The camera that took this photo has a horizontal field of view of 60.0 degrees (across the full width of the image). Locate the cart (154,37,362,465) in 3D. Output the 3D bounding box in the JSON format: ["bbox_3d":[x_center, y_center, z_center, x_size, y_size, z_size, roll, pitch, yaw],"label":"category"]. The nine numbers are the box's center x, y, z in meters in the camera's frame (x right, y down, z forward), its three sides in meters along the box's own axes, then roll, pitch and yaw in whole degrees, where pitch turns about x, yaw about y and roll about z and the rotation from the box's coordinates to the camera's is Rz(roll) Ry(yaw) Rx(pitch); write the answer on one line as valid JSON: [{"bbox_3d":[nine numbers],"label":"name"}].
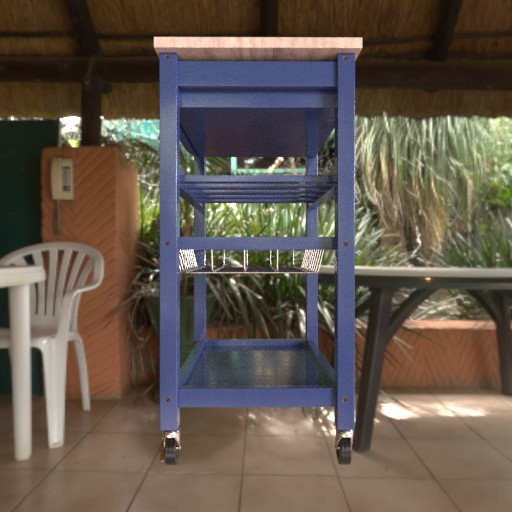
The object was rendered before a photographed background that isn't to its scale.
[{"bbox_3d":[0.000,0.000,1.139,0.403,0.839,0.584,0,0,0],"label":"cart"}]
